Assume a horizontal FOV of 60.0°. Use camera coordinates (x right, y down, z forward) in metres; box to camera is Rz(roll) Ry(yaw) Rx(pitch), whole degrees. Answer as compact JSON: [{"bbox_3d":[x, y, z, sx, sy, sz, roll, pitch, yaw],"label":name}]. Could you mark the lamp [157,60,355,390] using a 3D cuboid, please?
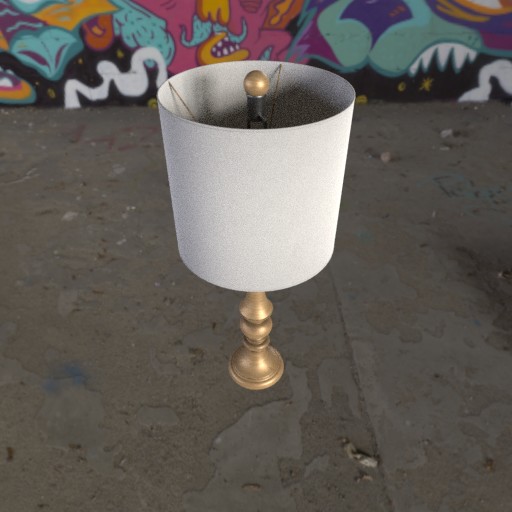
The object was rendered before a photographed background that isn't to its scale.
[{"bbox_3d":[0.000,0.000,0.741,0.250,0.597,0.250,11,41,13],"label":"lamp"}]
